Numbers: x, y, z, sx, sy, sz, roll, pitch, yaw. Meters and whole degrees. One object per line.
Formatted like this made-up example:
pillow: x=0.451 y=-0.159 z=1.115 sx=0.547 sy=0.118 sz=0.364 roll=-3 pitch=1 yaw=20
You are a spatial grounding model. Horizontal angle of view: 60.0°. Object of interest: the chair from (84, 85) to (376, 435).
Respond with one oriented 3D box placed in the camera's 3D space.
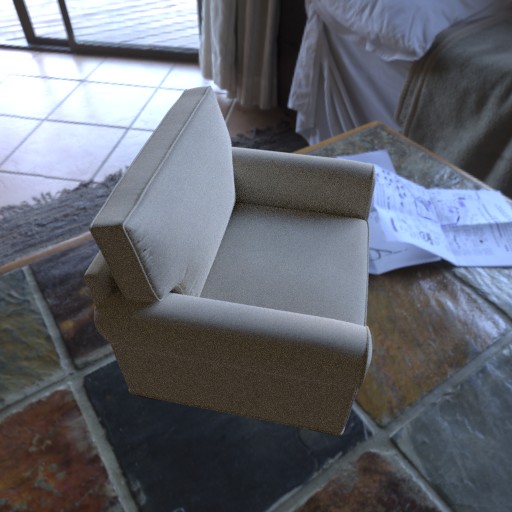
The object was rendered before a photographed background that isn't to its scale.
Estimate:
chair: x=0.000 y=0.000 z=1.713 sx=0.863 sy=0.955 sz=1.040 roll=8 pitch=46 yaw=8
